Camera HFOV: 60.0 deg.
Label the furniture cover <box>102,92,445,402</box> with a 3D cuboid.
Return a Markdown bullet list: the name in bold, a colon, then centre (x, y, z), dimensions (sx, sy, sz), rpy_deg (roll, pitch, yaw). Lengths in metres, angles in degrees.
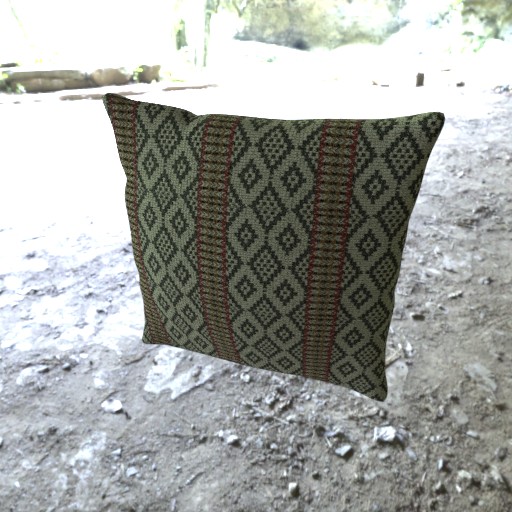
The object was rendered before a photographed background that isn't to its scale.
- **furniture cover**: centre (0.000, 0.000, 0.750), dimensions (0.503, 0.506, 0.182), rpy_deg (9, 31, 16)
